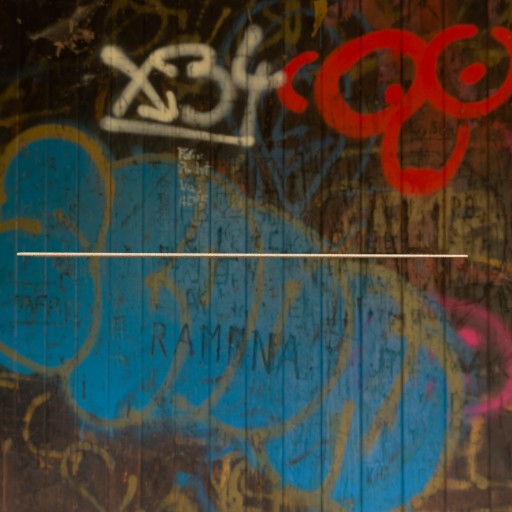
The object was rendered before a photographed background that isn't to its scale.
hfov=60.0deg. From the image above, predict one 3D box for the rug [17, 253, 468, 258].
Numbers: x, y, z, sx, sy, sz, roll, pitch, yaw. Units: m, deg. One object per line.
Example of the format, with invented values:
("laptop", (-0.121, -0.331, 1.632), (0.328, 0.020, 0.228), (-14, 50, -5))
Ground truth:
("rug", (0.000, 0.000, 2.671), (2.448, 0.012, 0.769), (0, -1, -17))
